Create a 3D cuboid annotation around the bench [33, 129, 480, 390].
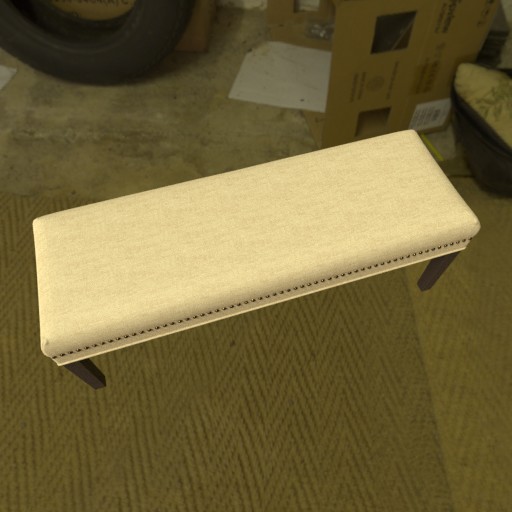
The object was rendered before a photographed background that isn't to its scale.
[{"bbox_3d":[0.000,0.000,1.410,1.219,0.457,0.410,-15,60,-9],"label":"bench"}]
